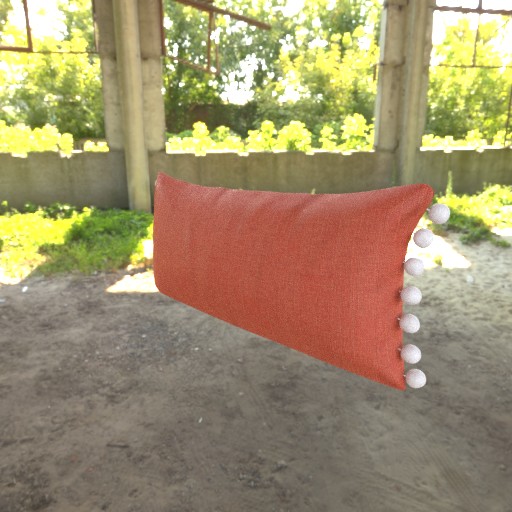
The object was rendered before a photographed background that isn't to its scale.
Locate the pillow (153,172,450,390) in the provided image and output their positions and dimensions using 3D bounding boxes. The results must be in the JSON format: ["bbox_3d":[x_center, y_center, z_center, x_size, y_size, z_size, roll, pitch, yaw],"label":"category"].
[{"bbox_3d":[0.000,0.000,0.865,0.709,0.322,0.201,14,20,42],"label":"pillow"}]
